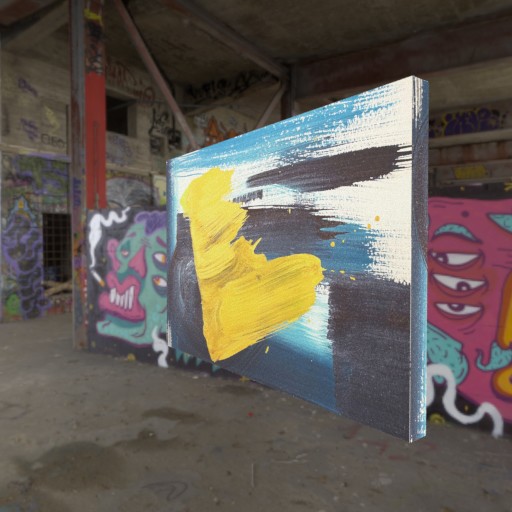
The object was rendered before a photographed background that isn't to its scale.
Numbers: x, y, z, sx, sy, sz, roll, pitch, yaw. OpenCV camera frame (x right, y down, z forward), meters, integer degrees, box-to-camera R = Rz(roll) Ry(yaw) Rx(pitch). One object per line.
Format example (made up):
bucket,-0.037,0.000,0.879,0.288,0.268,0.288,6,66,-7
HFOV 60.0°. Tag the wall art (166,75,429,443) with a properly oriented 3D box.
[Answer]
wall art,0.000,0.000,0.741,0.033,0.406,0.609,-1,2,-37
